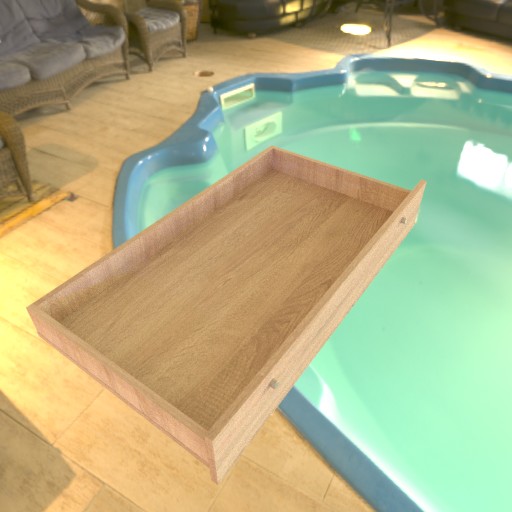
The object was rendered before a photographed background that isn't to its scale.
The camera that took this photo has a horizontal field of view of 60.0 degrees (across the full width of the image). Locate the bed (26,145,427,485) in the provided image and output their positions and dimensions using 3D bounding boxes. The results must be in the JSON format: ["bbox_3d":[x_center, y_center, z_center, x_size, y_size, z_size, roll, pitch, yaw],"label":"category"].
[{"bbox_3d":[0.000,0.000,1.446,0.685,0.209,1.200,25,46,26],"label":"bed"}]
